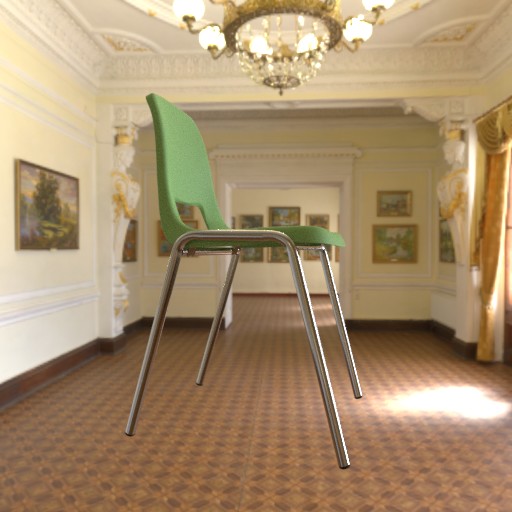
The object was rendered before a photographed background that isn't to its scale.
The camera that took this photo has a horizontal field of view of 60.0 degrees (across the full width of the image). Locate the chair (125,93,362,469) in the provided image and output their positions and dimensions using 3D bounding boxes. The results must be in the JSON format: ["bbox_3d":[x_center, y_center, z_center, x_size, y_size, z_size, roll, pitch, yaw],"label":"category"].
[{"bbox_3d":[0.000,0.000,0.968,0.436,0.704,0.381,0,1,17],"label":"chair"}]
